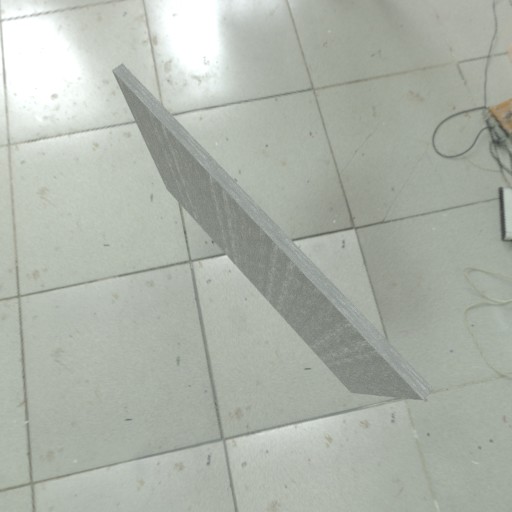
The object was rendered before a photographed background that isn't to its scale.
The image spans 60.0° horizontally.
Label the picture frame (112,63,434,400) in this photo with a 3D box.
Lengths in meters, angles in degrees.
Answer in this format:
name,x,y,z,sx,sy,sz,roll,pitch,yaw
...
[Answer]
name,x,y,z,sx,sy,sz,roll,pitch,yaw
picture frame,0.000,0.000,1.216,0.029,0.640,0.950,-40,78,-11
